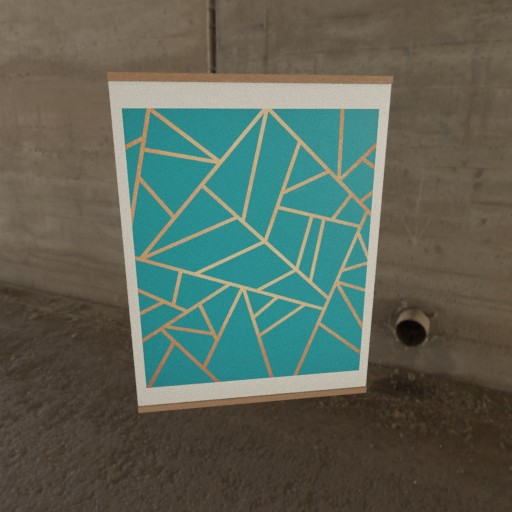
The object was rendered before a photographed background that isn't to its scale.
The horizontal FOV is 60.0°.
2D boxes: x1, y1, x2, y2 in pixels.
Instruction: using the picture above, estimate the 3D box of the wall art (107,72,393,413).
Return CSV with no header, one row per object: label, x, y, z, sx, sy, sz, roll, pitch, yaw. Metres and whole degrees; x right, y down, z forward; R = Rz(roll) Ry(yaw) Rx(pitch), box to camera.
wall art,0.000,0.000,0.799,0.459,0.608,0.012,-2,17,-8
